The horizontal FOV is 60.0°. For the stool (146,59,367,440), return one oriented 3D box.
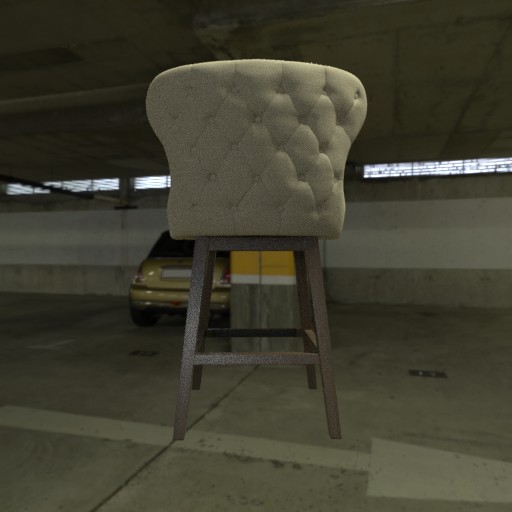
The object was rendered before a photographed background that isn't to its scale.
[{"bbox_3d":[0.000,0.000,1.365,0.615,0.972,0.597,0,0,-1],"label":"stool"}]
